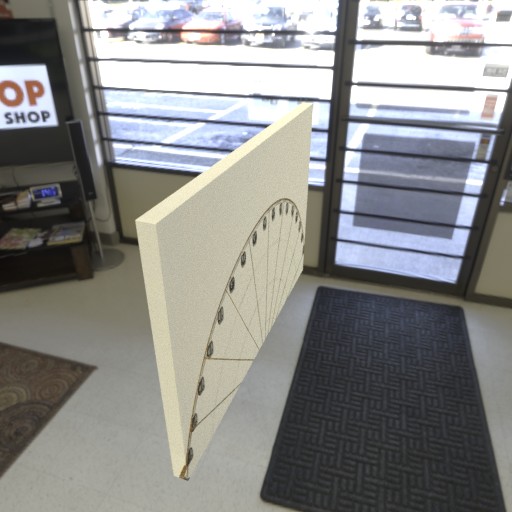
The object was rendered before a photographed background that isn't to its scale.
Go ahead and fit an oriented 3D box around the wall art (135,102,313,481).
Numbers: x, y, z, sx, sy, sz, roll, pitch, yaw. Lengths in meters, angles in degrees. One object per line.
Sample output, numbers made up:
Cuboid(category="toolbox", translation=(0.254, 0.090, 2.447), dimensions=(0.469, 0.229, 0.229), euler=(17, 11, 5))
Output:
Cuboid(category="wall art", translation=(0.000, 0.000, 1.150), dimensions=(0.038, 0.601, 0.898), euler=(11, 32, 18))
